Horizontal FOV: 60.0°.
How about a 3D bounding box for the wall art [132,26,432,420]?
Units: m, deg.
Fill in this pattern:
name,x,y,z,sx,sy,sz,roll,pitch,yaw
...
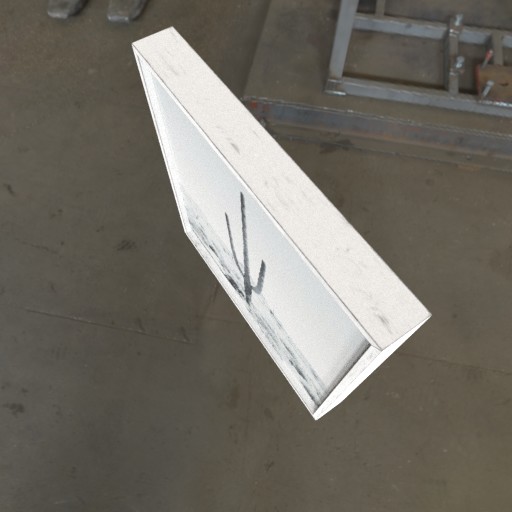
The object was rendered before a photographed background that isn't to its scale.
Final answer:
name,x,y,z,sx,sy,sz,roll,pitch,yaw
wall art,0.000,0.000,0.442,0.038,0.305,0.305,-31,67,-15
